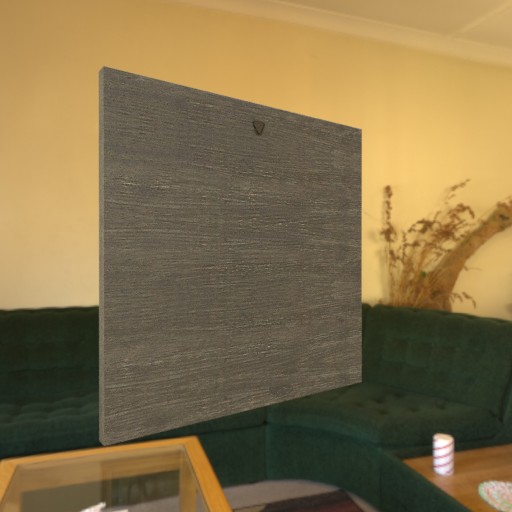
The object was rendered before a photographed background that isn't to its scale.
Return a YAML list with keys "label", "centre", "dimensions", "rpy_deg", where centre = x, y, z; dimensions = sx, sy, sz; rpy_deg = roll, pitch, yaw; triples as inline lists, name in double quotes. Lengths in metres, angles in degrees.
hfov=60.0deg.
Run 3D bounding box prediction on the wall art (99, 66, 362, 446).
- label: "wall art"
  centre: [0.000, 0.000, 0.675]
  dimensions: [0.462, 0.459, 0.027]
  rpy_deg: [0, 0, -36]
